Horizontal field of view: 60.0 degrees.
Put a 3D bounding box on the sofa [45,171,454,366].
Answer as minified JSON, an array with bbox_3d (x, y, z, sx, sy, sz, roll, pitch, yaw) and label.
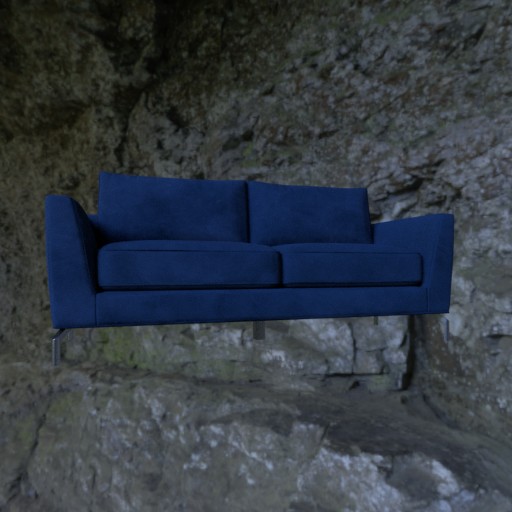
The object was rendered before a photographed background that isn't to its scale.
[{"bbox_3d":[0.000,0.000,2.660,2.212,0.998,0.853,0,-1,-18],"label":"sofa"}]
